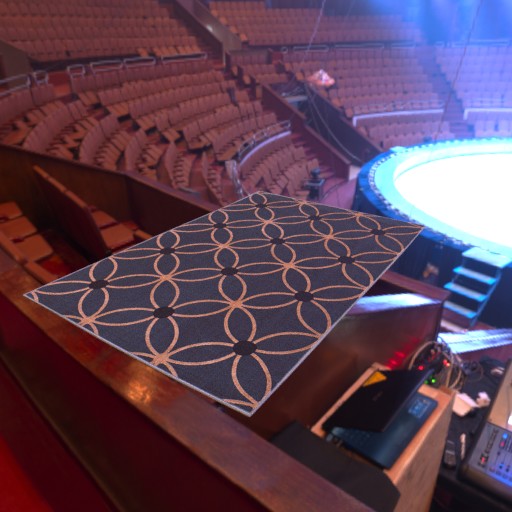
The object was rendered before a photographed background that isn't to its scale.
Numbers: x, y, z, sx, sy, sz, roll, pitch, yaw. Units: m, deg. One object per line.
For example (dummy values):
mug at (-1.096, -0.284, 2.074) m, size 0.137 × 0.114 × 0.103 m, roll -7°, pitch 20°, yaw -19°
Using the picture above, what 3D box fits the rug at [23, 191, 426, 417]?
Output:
rug at (0.000, 0.000, 2.849) m, size 1.522 × 0.008 × 2.284 m, roll 17°, pitch 30°, yaw 31°
